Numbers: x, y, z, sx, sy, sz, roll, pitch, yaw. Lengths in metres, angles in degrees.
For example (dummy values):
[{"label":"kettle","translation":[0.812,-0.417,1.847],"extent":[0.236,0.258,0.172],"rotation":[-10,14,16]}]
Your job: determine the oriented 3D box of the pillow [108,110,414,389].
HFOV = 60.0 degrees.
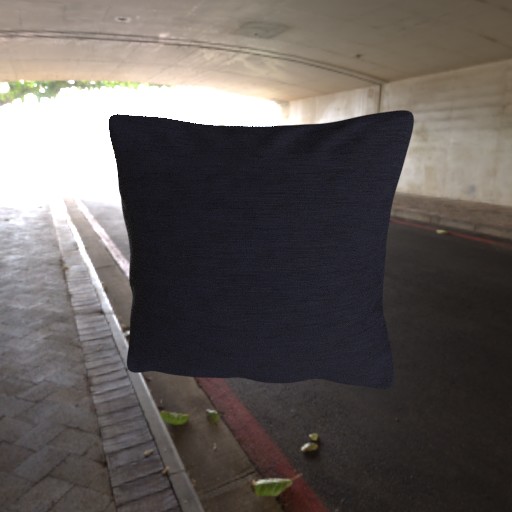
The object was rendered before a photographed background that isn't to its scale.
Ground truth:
[{"label":"pillow","translation":[0.000,0.000,0.667],"extent":[0.432,0.414,0.246],"rotation":[2,14,7]}]
